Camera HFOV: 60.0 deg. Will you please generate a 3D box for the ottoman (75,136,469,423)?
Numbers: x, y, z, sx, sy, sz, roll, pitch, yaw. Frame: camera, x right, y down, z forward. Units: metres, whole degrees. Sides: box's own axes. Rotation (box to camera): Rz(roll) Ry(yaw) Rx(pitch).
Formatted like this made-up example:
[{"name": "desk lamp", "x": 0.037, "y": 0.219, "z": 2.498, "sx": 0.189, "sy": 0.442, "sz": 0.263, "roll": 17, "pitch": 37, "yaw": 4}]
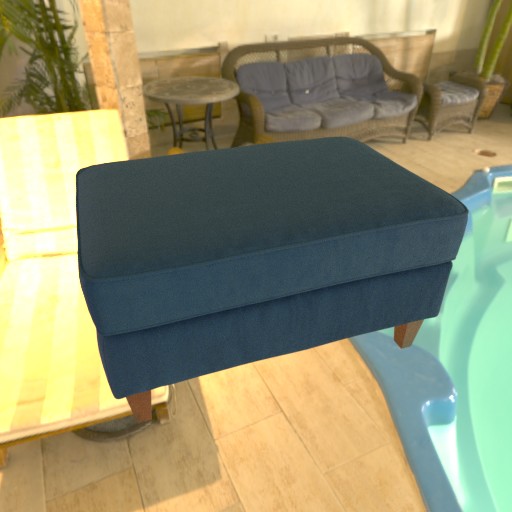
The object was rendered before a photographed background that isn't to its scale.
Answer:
[{"name": "ottoman", "x": 0.000, "y": 0.000, "z": 1.209, "sx": 0.862, "sy": 0.484, "sz": 0.583, "roll": -11, "pitch": 35, "yaw": -16}]
